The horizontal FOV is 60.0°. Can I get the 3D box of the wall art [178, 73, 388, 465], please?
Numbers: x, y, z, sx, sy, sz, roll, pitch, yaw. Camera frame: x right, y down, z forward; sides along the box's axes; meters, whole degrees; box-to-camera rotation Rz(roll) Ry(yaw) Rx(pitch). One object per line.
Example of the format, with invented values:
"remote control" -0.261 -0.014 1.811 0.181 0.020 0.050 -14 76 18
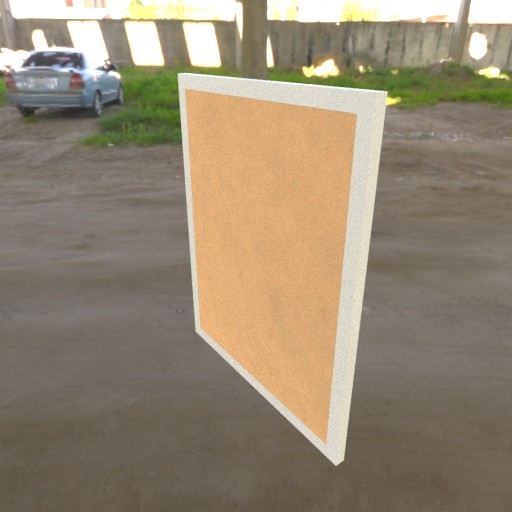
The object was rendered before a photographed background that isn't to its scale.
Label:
"wall art" 0.000 0.000 1.098 0.026 0.811 0.661 -17 30 -32
